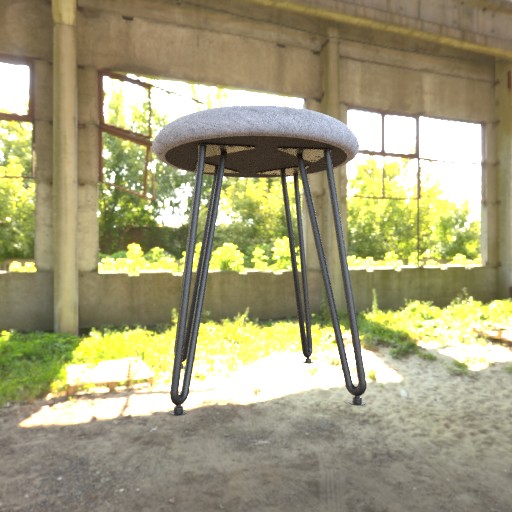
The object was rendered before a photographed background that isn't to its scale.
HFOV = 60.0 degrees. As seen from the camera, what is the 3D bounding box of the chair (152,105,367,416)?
[{"bbox_3d":[0.000,0.000,0.676,0.350,0.386,0.350,0,-1,36],"label":"chair"}]
